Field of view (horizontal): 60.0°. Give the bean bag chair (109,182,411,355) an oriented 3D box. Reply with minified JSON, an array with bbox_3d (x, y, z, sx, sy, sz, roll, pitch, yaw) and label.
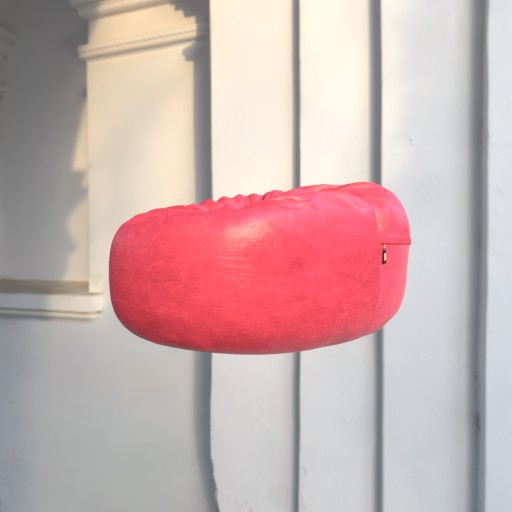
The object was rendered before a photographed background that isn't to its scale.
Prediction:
[{"bbox_3d":[0.000,0.000,2.453,1.524,0.878,1.524,1,1,37],"label":"bean bag chair"}]
